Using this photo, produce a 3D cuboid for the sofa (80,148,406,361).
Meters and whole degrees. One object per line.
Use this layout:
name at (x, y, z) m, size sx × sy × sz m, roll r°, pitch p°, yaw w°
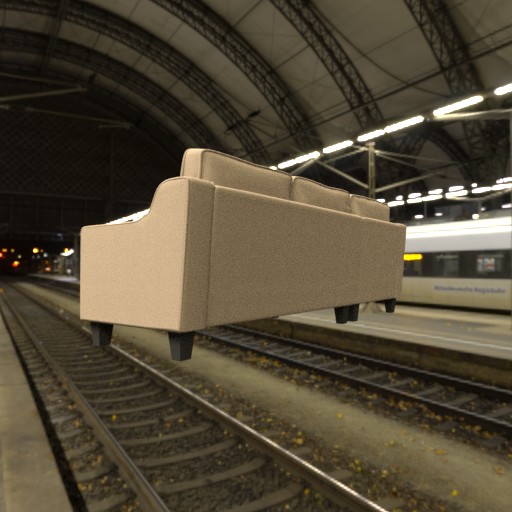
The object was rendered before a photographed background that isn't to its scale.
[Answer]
sofa at (0.000, 0.000, 3.134) m, size 1.294 × 0.928 × 2.561 m, roll -1°, pitch -2°, yaw 37°
